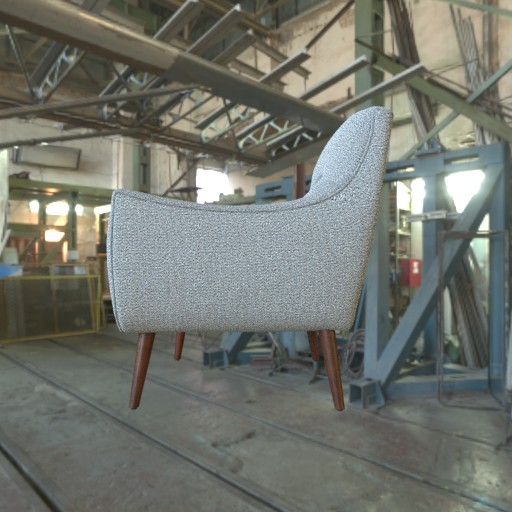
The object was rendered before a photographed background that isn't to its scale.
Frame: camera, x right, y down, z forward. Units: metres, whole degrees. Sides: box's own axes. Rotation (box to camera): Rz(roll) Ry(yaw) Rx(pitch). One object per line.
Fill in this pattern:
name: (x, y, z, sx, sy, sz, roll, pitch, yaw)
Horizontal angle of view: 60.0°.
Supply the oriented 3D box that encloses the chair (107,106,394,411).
chair: (0.000, 0.000, 1.499, 0.787, 0.838, 0.762, 0, -1, 1)
